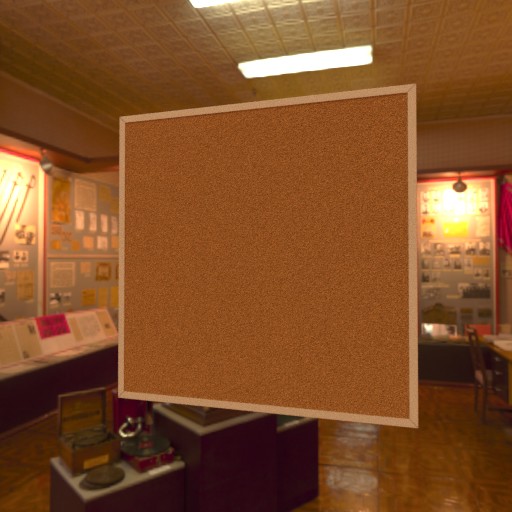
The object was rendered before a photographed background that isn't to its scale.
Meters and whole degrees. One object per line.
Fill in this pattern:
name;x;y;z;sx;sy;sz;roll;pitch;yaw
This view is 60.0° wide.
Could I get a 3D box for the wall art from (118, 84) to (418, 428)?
wall art;0.000;0.000;0.744;0.508;0.508;0.037;0;-1;17
